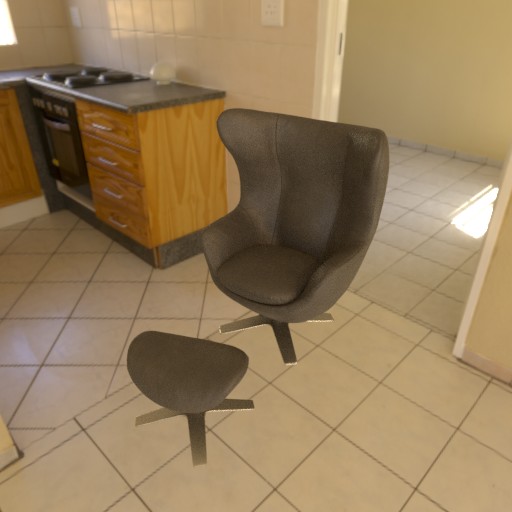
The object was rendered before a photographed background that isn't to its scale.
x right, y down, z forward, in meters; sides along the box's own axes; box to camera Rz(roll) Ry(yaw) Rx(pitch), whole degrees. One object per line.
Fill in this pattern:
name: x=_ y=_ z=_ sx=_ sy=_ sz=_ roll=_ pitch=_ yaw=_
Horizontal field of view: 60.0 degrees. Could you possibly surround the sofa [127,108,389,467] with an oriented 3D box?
sofa: x=0.000 y=0.000 z=2.097 sx=0.894 sy=1.135 sz=1.444 roll=19 pitch=35 yaw=29
